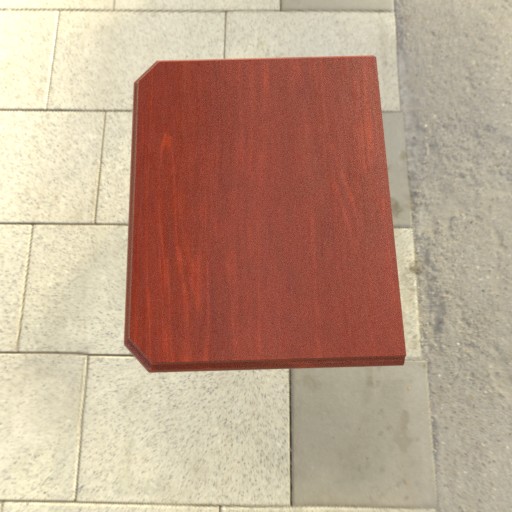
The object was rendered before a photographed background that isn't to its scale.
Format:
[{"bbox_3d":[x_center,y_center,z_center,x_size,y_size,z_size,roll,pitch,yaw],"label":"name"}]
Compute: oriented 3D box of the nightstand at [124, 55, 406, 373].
[{"bbox_3d":[0.000,0.000,0.908,0.351,0.681,0.435,-2,77,0],"label":"nightstand"}]
